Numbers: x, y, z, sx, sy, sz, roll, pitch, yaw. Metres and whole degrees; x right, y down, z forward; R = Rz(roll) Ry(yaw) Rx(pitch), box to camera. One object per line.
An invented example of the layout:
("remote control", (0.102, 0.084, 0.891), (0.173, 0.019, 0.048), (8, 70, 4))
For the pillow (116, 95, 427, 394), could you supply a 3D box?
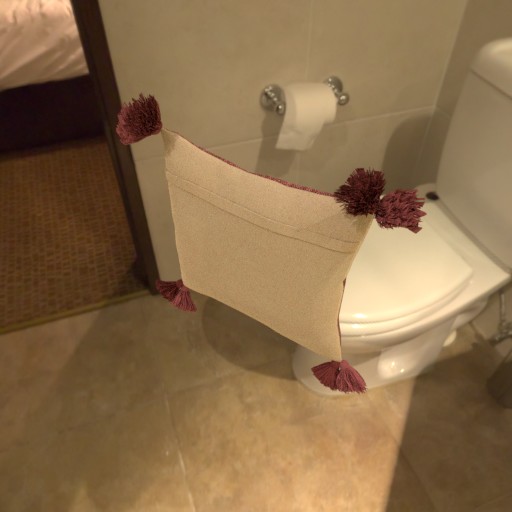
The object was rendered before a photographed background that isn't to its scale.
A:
("pillow", (0.000, 0.000, 0.986), (0.641, 0.659, 0.138), (25, 50, 22))
